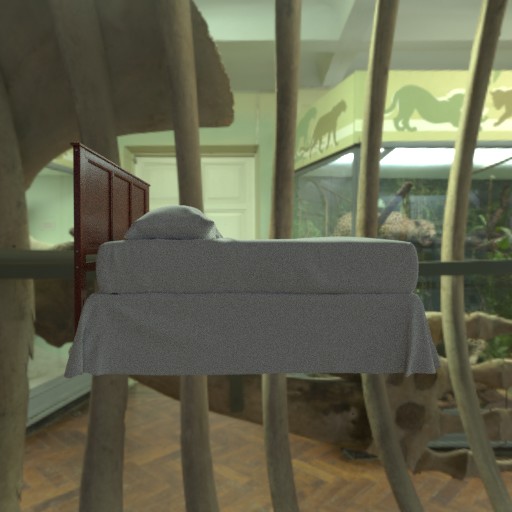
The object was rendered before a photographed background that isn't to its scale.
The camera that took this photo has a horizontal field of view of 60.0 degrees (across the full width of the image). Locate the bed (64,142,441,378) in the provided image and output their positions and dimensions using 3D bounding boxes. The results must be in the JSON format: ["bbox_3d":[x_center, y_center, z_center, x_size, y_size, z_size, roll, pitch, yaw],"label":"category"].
[{"bbox_3d":[0.000,0.000,3.246,2.050,1.270,1.870,0,1,0],"label":"bed"}]
